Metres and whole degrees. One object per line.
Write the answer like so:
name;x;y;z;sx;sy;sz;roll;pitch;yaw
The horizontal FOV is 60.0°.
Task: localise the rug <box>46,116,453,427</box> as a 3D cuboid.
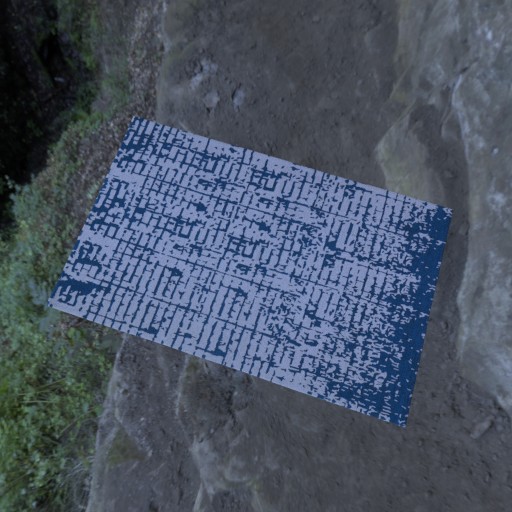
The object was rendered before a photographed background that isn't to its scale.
rug;0.000;0.000;3.036;2.435;0.011;1.517;17;75;5
